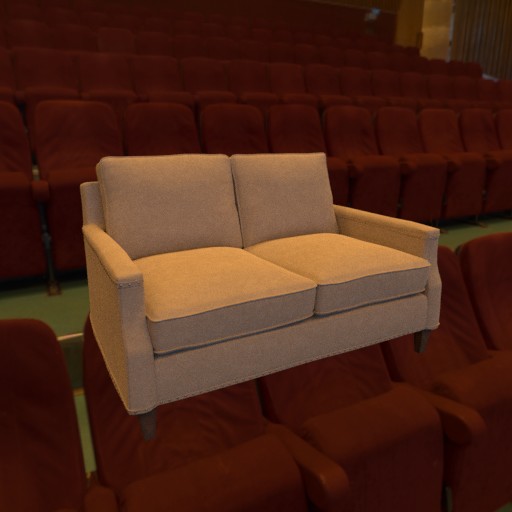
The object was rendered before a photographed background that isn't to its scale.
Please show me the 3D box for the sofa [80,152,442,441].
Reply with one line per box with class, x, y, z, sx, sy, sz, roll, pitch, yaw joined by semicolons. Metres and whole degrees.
sofa;0.000;0.000;2.274;1.597;1.002;1.084;-8;18;-27
